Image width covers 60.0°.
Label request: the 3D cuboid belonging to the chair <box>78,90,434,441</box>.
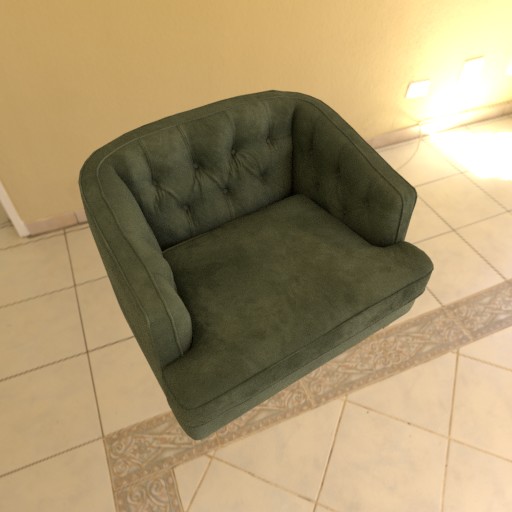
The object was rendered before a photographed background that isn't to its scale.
[{"bbox_3d":[0.000,0.000,1.771,1.104,0.852,0.941,-25,52,-21],"label":"chair"}]
